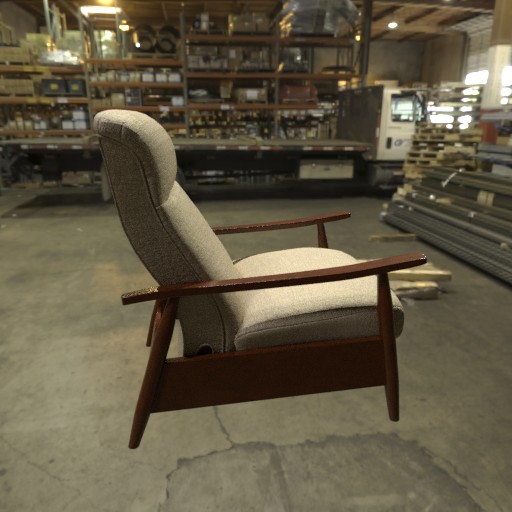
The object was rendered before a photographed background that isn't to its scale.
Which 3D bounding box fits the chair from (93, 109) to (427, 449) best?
[{"bbox_3d":[0.000,0.000,1.736,1.014,1.082,0.762,-3,18,-8],"label":"chair"}]
